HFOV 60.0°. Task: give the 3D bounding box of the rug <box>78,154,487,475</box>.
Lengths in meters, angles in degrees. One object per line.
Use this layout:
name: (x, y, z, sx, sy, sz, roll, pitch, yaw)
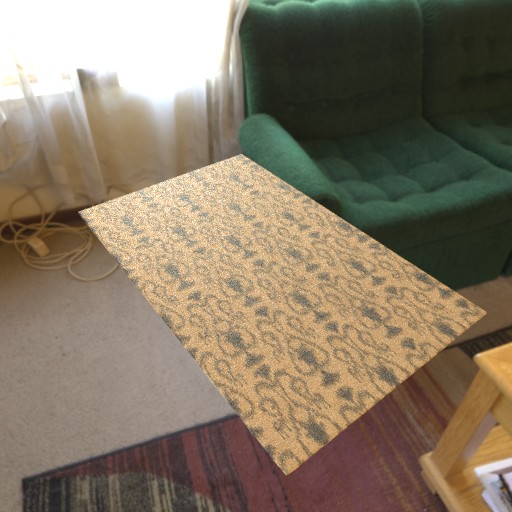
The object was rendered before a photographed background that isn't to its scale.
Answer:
rug: (0.000, 0.000, 2.005, 1.035, 0.006, 1.652, -26, 47, -27)
